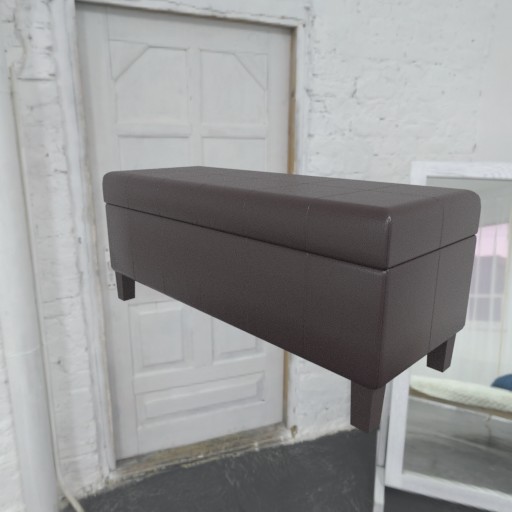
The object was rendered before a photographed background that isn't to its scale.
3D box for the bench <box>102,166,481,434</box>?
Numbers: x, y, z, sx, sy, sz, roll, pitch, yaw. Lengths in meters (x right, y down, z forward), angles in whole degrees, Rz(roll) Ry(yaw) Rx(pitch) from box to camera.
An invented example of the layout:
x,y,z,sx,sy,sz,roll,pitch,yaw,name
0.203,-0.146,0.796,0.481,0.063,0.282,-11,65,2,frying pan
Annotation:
x,y,z,sx,sy,sz,roll,pitch,yaw,name
0.000,0.000,1.324,0.429,0.457,1.092,-14,21,-42,bench
